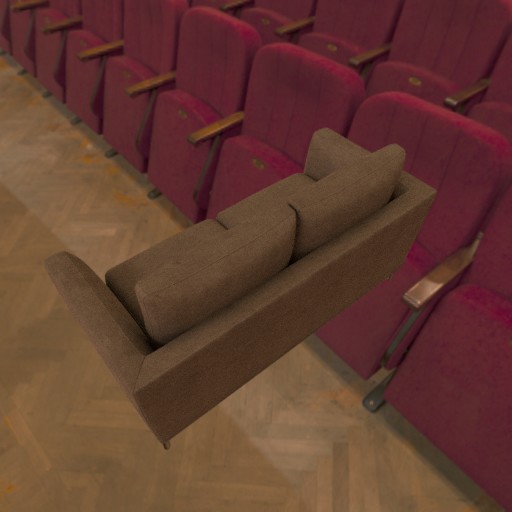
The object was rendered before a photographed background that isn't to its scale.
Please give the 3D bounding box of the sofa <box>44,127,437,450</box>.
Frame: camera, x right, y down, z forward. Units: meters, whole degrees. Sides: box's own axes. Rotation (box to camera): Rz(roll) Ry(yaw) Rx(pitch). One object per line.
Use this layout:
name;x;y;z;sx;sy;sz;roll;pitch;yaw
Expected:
sofa;0.000;0.000;2.352;1.832;1.013;0.855;-31;54;-26
